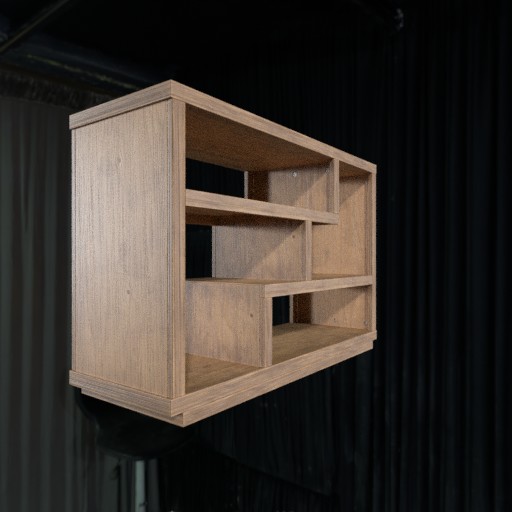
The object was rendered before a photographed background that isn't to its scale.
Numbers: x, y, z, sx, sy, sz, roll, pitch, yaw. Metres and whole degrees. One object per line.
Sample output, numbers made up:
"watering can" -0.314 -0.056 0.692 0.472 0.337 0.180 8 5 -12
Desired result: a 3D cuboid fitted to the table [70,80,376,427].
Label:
"table" 0.000 0.000 1.549 0.410 0.771 1.151 0 0 37
